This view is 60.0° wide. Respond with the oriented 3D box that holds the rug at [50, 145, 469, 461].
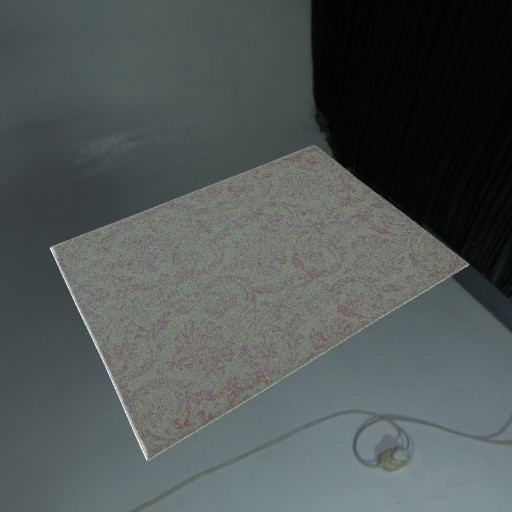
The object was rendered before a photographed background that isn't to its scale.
[{"bbox_3d":[0.000,0.000,2.872,2.202,0.014,1.598,-25,52,-21],"label":"rug"}]
